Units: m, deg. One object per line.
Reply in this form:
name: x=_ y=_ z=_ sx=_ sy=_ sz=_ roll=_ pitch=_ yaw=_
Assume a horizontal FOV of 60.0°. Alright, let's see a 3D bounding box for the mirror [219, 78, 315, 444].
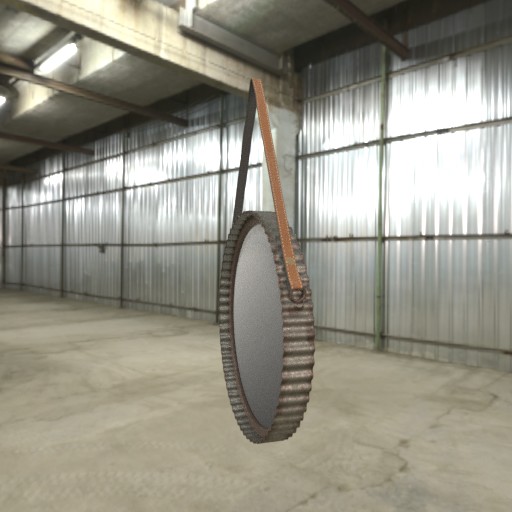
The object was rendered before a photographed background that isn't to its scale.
mirror: x=0.000 y=0.000 z=0.709 sx=0.042 sy=0.568 sz=0.355 roll=0 pitch=0 yaw=-18
